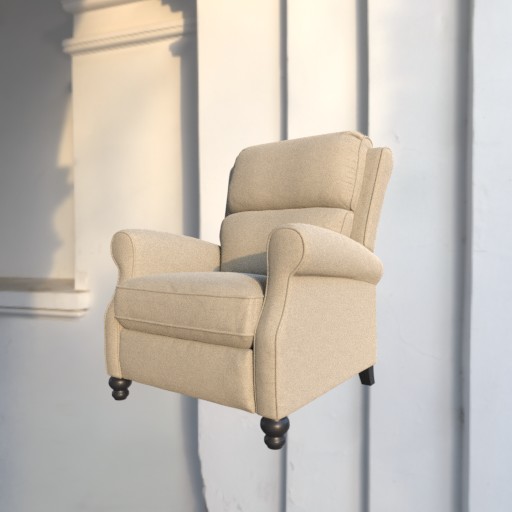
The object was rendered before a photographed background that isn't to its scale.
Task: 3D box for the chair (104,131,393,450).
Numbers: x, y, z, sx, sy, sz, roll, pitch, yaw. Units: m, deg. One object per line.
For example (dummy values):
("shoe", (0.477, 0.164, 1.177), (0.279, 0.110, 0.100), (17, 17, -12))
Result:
("chair", (0.000, 0.000, 1.742), (0.859, 1.046, 0.919), (1, 2, 35))
